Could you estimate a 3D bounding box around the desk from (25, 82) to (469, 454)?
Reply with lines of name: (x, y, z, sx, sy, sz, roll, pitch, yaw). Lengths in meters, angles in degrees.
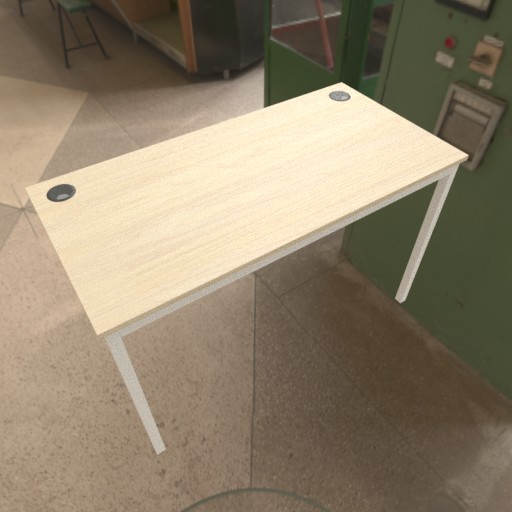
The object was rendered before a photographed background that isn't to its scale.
desk: (0.000, 0.000, 1.600, 1.200, 0.750, 0.600, -26, 52, -22)
